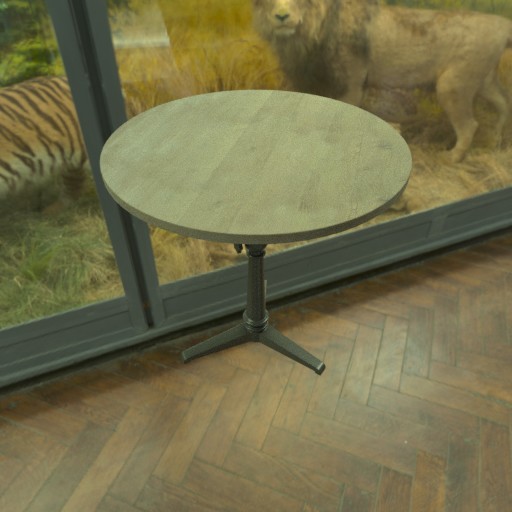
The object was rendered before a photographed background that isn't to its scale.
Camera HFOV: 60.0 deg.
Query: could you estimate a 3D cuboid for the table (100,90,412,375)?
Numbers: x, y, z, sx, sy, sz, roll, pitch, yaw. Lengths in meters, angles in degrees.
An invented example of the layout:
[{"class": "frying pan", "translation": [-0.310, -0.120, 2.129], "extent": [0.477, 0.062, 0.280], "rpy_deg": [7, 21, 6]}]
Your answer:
[{"class": "table", "translation": [0.000, 0.000, 1.425], "extent": [0.800, 0.780, 0.800], "rpy_deg": [0, 40, 0]}]
